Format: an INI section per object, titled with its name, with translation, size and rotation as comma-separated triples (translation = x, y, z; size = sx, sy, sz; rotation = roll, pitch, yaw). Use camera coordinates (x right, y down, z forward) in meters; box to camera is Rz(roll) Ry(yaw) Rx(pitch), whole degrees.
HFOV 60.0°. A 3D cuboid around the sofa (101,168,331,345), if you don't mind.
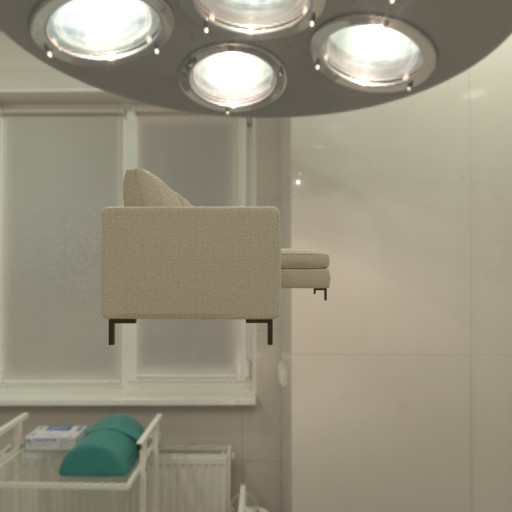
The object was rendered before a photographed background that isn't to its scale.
[sofa]
translation = 0.000, 0.000, 3.148
size = 1.258, 0.755, 2.731
rotation = 0, 0, 1
